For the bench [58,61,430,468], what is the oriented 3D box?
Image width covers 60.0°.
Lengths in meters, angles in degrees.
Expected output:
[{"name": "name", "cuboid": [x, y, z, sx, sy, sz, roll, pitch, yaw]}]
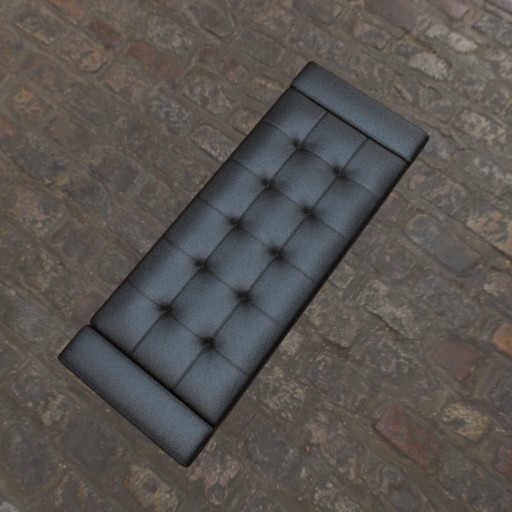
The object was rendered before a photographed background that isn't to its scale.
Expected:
[{"name": "bench", "cuboid": [0.000, 0.000, 1.587, 0.508, 0.445, 1.296, 36, 78, 9]}]
